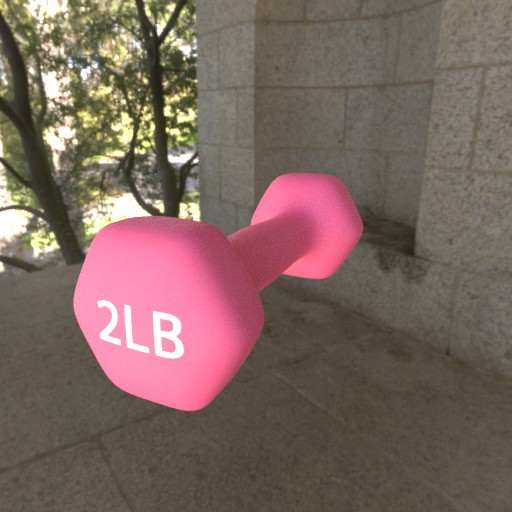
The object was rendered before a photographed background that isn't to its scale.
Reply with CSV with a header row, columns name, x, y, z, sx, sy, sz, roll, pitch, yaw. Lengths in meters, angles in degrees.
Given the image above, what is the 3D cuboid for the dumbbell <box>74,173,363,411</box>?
name,x,y,z,sx,sy,sz,roll,pitch,yaw
dumbbell,0.000,0.000,0.177,0.058,0.053,0.146,8,19,25
